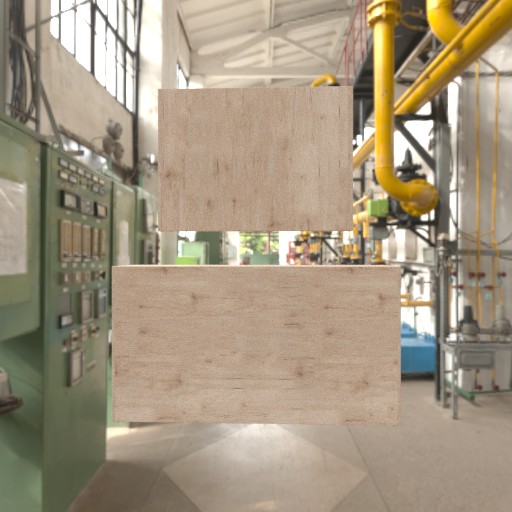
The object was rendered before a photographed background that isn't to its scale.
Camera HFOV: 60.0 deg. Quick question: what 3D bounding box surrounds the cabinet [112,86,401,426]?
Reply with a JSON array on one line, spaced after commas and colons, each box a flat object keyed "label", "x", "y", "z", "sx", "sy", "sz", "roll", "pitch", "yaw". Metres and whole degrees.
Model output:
[{"label": "cabinet", "x": 0.000, "y": 0.000, "z": 2.814, "sx": 1.700, "sy": 1.981, "sz": 0.420, "roll": 0, "pitch": 0, "yaw": 2}]
